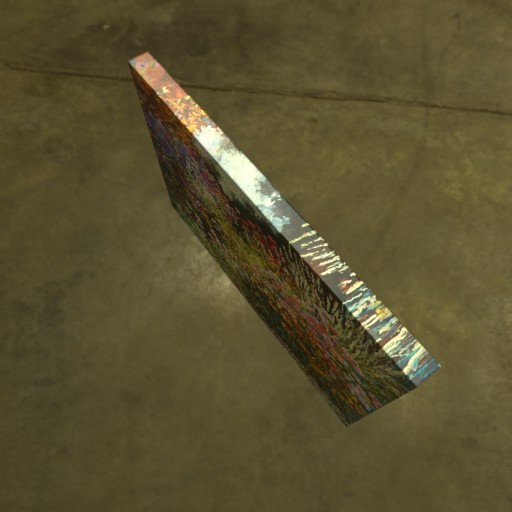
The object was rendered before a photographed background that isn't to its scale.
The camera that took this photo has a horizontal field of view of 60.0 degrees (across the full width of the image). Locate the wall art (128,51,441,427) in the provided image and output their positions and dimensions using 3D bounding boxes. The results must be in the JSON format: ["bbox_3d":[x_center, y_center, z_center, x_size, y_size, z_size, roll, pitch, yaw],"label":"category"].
[{"bbox_3d":[0.000,0.000,0.758,0.037,0.406,0.610,-34,68,-16],"label":"wall art"}]
